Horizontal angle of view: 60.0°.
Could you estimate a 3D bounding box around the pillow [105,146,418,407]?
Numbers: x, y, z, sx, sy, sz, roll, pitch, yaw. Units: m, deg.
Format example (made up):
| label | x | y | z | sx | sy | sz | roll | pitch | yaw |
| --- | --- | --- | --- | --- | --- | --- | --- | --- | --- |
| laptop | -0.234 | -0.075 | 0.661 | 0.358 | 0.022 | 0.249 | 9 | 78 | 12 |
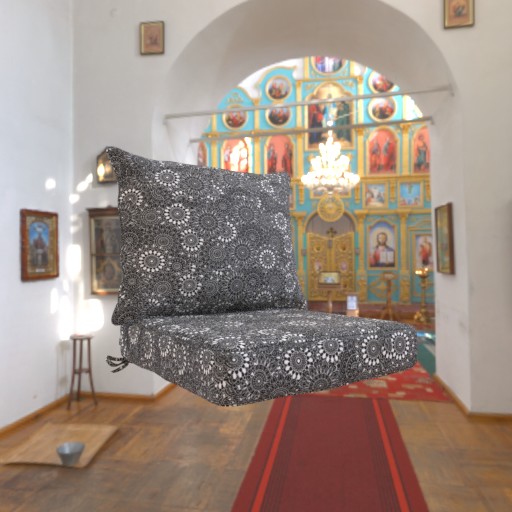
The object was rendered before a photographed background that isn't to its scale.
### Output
| label | x | y | z | sx | sy | sz | roll | pitch | yaw |
| --- | --- | --- | --- | --- | --- | --- | --- | --- | --- |
| pillow | 0.000 | 0.000 | 1.413 | 0.798 | 0.722 | 0.740 | 1 | -2 | -35 |
